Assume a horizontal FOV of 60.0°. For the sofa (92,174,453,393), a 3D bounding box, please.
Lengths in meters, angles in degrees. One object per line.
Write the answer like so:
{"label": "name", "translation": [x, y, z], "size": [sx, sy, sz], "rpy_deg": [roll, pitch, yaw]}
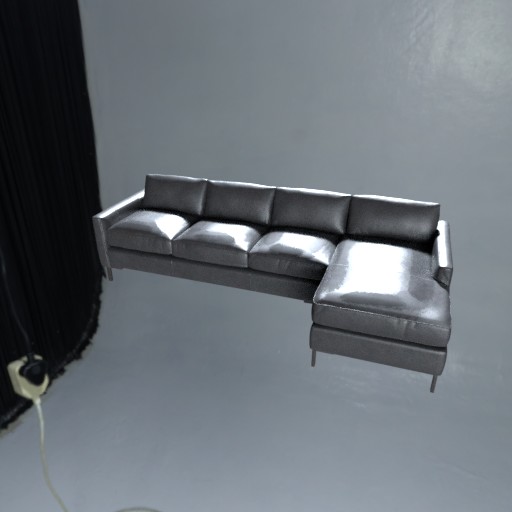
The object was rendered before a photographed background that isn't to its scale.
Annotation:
{"label": "sofa", "translation": [0.000, 0.000, 3.688], "size": [2.993, 0.859, 1.471], "rpy_deg": [9, 27, 17]}
